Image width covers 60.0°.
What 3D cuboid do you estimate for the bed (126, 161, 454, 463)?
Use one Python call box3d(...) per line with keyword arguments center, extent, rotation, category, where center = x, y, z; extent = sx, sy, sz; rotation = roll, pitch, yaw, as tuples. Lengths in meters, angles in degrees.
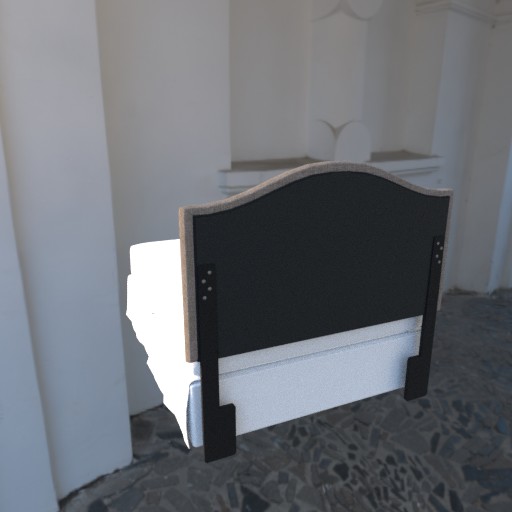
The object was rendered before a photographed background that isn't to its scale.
box3d(center=(0.000, 0.000, 3.347), extent=(1.713, 1.518, 2.153), rotation=(-7, 17, -23), category="bed")
